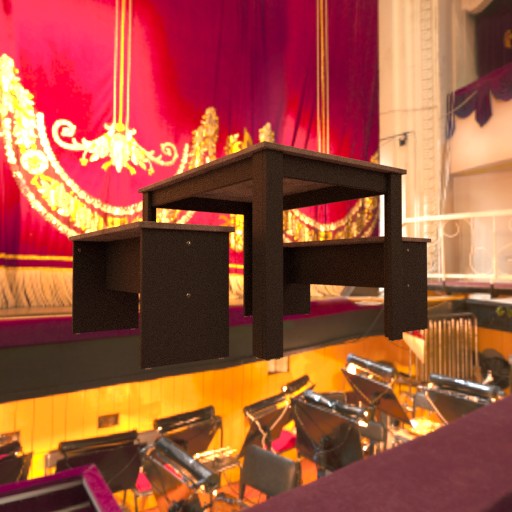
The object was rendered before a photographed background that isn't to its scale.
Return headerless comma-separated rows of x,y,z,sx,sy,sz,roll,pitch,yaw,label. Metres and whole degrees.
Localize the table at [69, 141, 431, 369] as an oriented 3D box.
0.000,0.000,2.049,1.443,0.700,1.100,1,-2,-35,table
